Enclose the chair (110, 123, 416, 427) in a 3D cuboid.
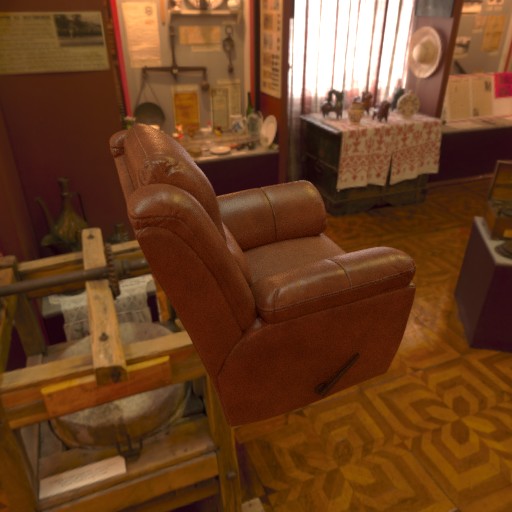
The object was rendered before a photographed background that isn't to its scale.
[{"bbox_3d":[0.000,0.000,1.929,1.041,1.093,0.990,-10,31,-17],"label":"chair"}]
